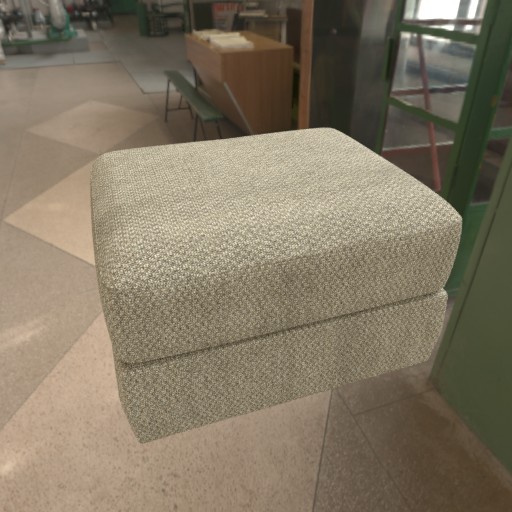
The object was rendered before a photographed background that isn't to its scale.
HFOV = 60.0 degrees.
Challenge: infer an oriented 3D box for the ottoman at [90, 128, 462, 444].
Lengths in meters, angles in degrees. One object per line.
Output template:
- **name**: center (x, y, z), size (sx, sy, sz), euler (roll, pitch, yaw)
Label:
- **ottoman**: center (0.000, 0.000, 1.117), size (0.751, 0.476, 0.603), euler (-11, 35, -16)
